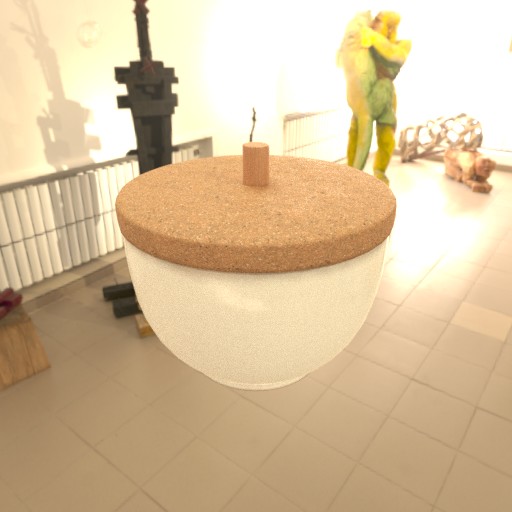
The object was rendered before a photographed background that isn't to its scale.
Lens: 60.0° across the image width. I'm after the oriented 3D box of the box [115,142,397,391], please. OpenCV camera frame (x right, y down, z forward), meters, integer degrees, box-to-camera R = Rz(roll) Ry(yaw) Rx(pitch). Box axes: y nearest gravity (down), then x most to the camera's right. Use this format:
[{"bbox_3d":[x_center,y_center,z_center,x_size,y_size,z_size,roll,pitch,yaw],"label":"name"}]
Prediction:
[{"bbox_3d":[0.000,0.000,0.188,0.107,0.094,0.107,0,26,0],"label":"box"}]
